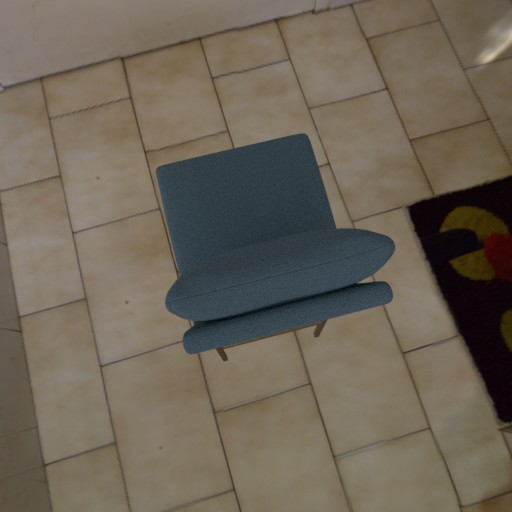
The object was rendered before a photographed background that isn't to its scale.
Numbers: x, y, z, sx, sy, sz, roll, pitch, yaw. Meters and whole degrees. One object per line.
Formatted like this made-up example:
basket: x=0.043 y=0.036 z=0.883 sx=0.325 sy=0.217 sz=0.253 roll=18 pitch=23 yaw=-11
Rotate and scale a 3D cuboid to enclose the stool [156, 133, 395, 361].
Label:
stool: x=0.000 y=0.000 z=1.401 sx=0.463 sy=1.124 sz=0.568 roll=-14 pitch=75 yaw=-4
